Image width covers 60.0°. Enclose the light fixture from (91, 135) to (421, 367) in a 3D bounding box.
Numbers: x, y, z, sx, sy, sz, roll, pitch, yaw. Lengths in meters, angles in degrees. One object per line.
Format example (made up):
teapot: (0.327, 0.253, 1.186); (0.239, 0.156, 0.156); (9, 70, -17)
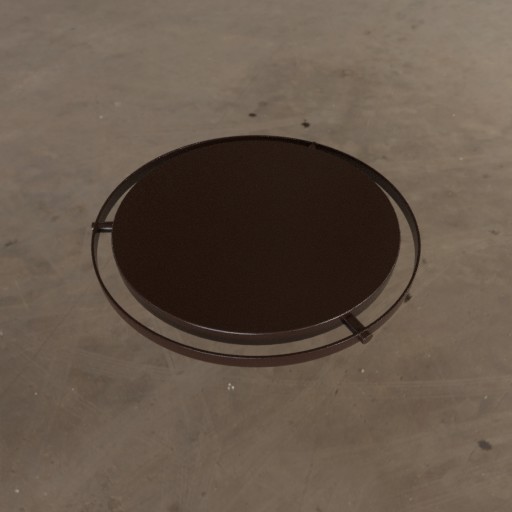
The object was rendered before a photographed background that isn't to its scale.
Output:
light fixture: (0.000, 0.000, 0.543); (0.361, 0.130, 0.361); (0, 46, 0)
